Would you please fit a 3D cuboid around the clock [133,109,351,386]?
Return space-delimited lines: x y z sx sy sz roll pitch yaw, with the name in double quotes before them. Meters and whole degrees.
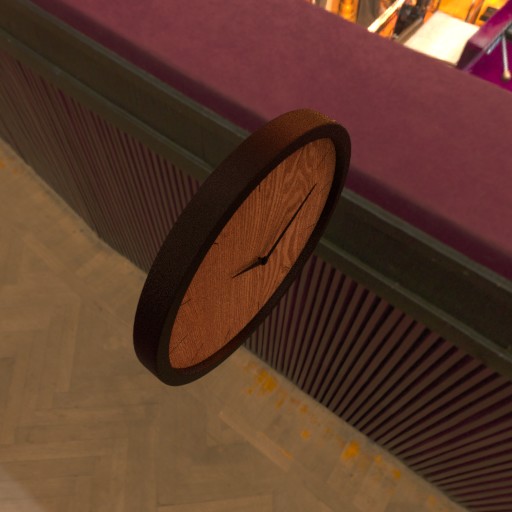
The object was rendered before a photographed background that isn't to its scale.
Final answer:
"clock" 0.000 0.000 0.470 0.029 0.314 0.314 35 65 19
